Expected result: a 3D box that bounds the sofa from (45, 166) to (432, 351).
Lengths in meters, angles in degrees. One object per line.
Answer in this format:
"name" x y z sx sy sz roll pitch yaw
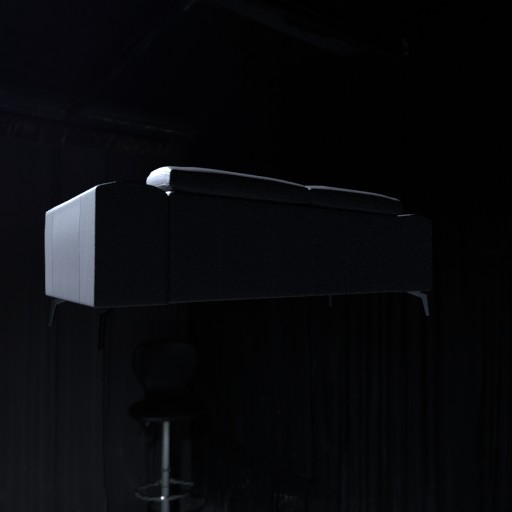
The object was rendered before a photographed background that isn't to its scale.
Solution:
"sofa" 0.000 0.000 2.836 2.330 0.814 1.048 1 -2 -36
